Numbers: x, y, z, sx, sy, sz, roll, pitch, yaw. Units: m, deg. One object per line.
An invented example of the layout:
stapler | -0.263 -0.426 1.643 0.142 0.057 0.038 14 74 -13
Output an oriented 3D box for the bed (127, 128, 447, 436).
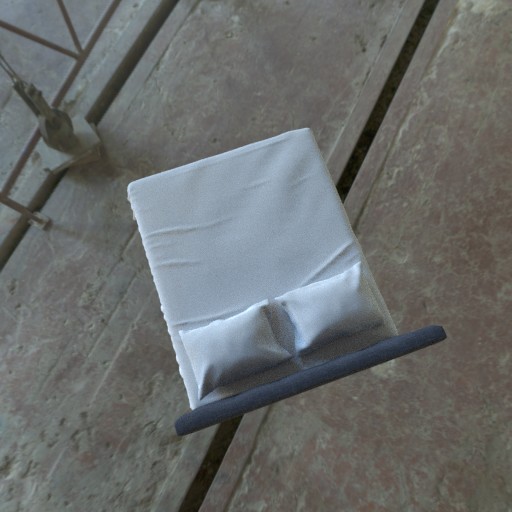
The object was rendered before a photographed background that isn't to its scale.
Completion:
bed | 0.000 0.000 3.475 1.936 1.577 2.222 -19 76 -5
